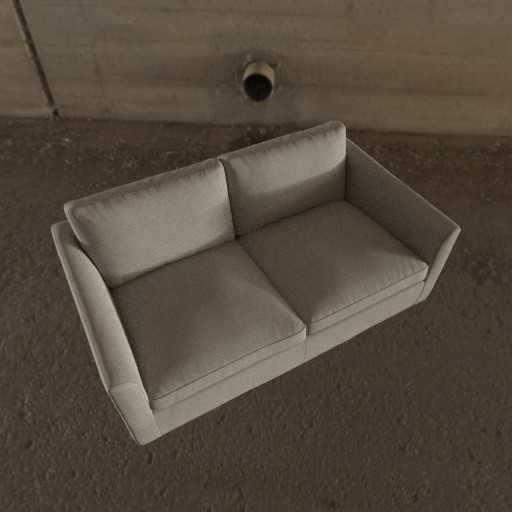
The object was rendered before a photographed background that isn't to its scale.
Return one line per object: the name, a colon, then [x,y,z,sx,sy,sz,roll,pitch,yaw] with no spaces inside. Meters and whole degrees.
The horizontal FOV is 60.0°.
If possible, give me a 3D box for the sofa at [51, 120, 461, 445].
sofa: [0.000,0.000,2.493,1.905,0.839,1.091,-22,50,-20]
